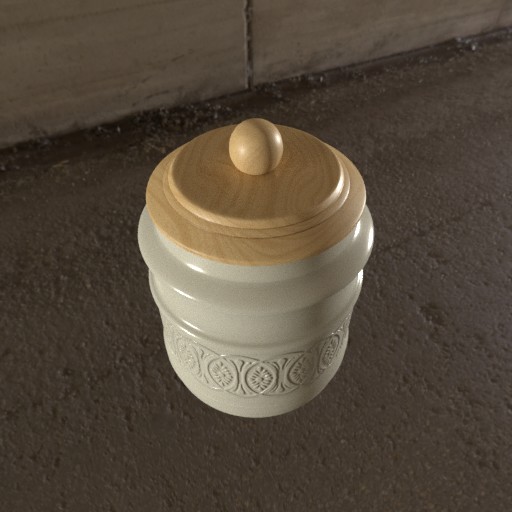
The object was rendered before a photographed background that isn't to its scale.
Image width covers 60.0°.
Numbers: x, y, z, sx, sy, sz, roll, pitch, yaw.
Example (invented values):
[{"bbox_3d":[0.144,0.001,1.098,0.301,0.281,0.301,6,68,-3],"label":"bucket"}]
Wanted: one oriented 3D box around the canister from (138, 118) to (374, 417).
[{"bbox_3d":[0.000,0.000,0.268,0.130,0.176,0.130,0,46,0],"label":"canister"}]
